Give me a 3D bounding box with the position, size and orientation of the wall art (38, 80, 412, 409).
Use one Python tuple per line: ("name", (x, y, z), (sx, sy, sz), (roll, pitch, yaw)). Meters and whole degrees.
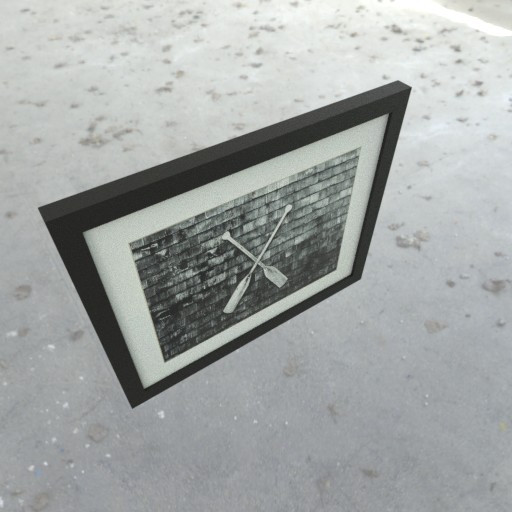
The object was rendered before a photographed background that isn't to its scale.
("wall art", (0.000, 0.000, 0.751), (0.558, 0.457, 0.029), (-26, 52, -22))
